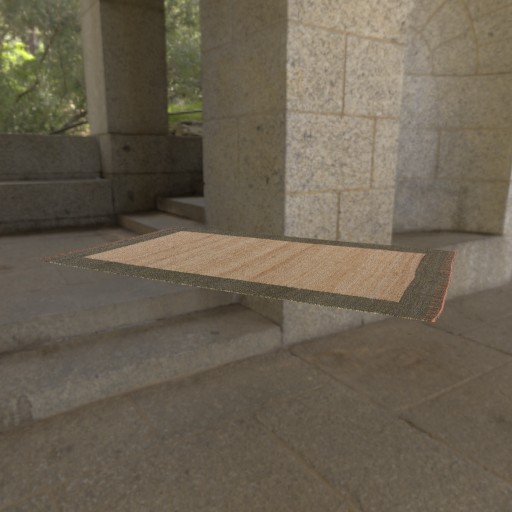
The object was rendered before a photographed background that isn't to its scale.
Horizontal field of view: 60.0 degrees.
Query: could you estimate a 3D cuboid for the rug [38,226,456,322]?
[{"bbox_3d":[0.000,0.000,2.995,2.435,0.006,1.521,7,15,26],"label":"rug"}]
